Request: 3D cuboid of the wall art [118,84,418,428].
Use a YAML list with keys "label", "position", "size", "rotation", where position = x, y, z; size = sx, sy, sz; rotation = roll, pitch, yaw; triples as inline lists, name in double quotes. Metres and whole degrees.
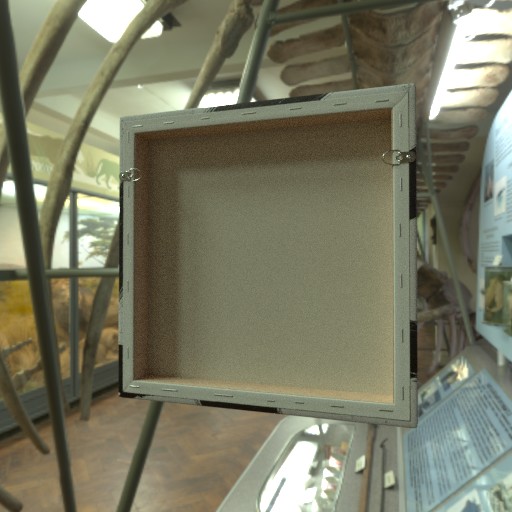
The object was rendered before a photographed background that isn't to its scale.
- label: "wall art"
  position: [0.000, 0.000, 0.744]
  size: [0.507, 0.508, 0.050]
  rotation: [0, -1, 17]
